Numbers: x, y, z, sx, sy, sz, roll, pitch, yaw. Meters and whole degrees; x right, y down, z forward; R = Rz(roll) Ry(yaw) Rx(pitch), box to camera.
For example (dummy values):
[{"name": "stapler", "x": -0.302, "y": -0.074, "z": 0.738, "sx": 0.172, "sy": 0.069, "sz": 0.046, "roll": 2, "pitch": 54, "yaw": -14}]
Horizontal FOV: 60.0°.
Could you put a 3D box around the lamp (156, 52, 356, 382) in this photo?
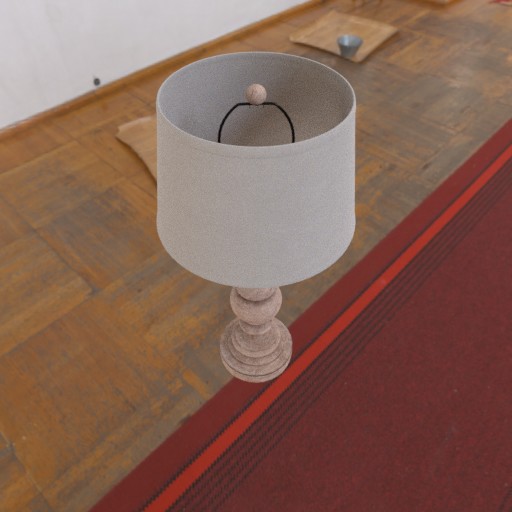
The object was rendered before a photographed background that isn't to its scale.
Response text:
[{"name": "lamp", "x": 0.000, "y": 0.000, "z": 0.848, "sx": 0.340, "sy": 0.678, "sz": 0.340, "roll": 0, "pitch": 47, "yaw": 0}]
